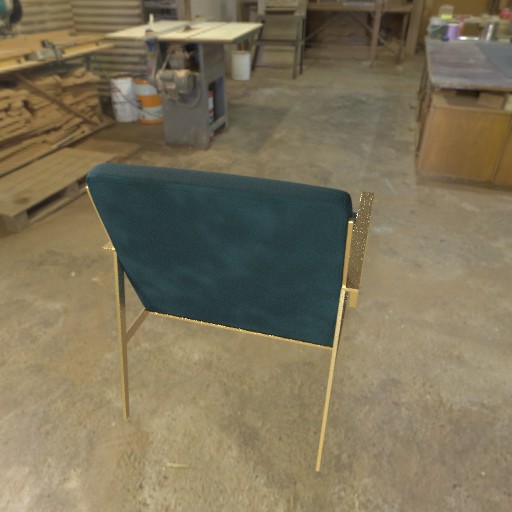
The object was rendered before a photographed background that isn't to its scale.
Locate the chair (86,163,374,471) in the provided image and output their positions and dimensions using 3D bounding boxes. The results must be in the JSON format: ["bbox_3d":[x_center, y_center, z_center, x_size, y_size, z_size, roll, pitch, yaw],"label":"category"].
[{"bbox_3d":[0.000,0.000,1.467,0.692,0.831,0.859,9,34,14],"label":"chair"}]
